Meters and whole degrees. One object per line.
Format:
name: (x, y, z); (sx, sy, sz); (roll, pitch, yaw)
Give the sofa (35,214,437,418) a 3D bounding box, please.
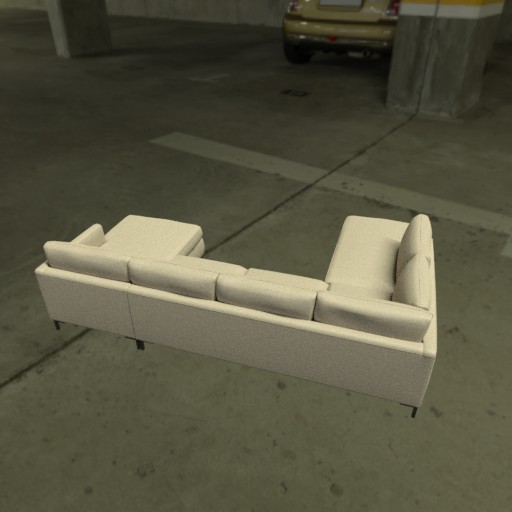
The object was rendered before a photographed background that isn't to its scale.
sofa: (0.000, 0.000, 3.610); (2.737, 0.756, 1.879); (10, 34, 15)
